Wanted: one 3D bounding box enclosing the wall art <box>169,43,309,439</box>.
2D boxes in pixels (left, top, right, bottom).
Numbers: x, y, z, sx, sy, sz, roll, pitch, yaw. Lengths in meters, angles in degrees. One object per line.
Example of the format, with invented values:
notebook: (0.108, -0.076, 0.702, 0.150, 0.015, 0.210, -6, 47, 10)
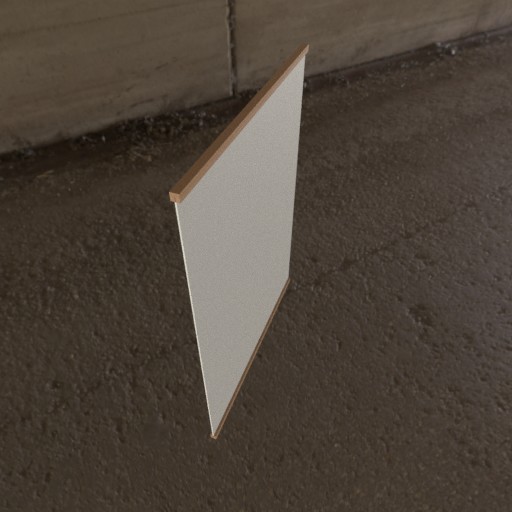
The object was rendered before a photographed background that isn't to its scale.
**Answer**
wall art: (0.000, 0.000, 0.827, 0.012, 0.608, 0.459, 16, 47, 15)
